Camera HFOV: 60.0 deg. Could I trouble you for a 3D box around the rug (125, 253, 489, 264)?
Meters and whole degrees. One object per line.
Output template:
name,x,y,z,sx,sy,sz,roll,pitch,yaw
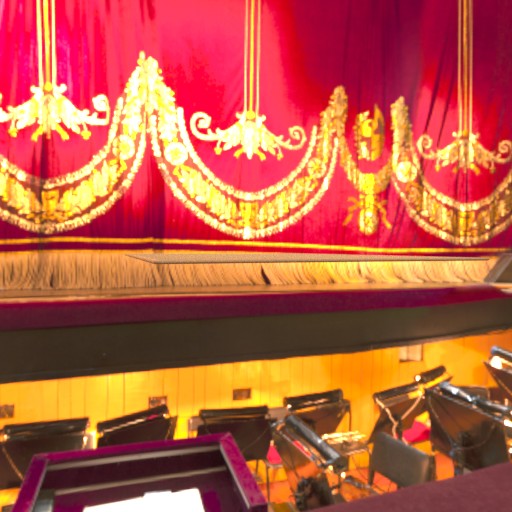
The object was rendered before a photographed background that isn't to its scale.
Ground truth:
rug,0.000,0.000,2.864,1.532,0.017,2.244,0,1,-19
